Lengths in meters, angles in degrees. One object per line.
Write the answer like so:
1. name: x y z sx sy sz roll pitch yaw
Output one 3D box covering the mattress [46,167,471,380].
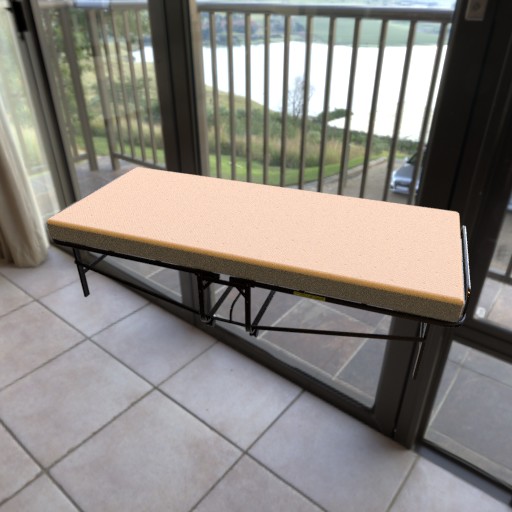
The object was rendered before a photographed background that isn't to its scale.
1. mattress: 0.000 0.000 2.544 2.153 0.519 0.922 11 33 17
